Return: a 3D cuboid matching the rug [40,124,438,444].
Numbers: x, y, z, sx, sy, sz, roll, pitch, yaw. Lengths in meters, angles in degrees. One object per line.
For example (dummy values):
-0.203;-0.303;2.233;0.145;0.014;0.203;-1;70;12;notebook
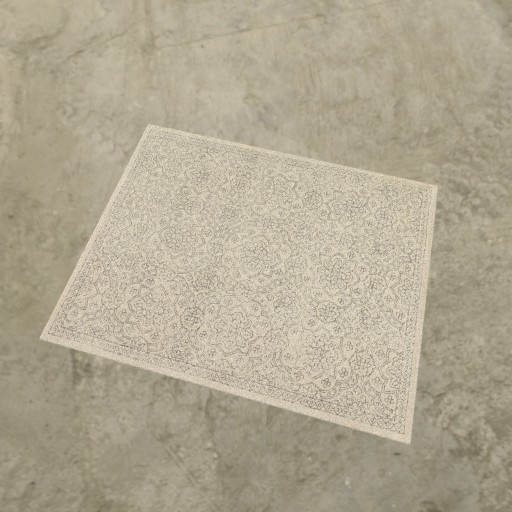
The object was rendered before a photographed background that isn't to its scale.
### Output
0.000;0.000;4.017;3.050;0.015;2.441;14;64;7;rug
